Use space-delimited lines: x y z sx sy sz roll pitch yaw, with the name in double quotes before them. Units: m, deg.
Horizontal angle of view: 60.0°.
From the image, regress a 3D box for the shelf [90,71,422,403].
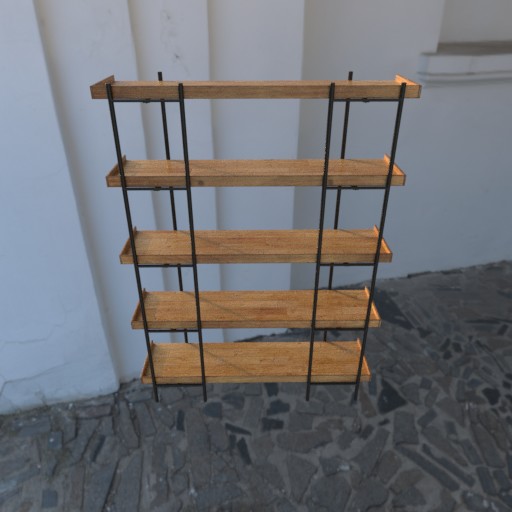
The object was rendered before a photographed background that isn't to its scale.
"shelf" 0.000 0.000 2.417 1.371 1.826 0.379 0 29 -1
